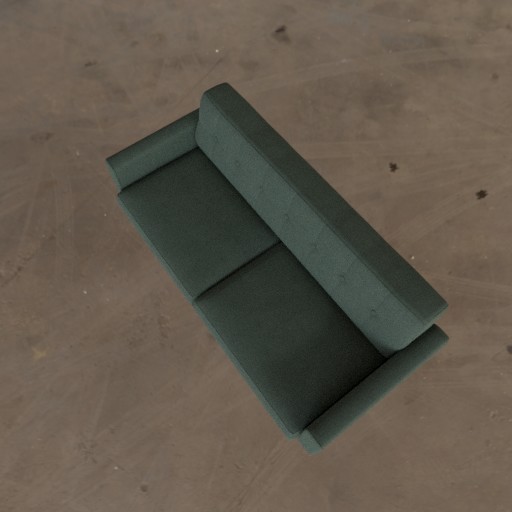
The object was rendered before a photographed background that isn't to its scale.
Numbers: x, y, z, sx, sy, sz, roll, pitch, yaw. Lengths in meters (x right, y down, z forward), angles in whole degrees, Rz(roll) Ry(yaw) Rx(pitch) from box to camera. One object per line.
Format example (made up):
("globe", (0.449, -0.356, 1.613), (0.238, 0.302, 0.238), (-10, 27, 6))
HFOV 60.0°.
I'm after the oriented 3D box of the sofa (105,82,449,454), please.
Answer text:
("sofa", (0.000, 0.000, 2.572), (0.909, 0.841, 2.029), (-34, 68, -16))
